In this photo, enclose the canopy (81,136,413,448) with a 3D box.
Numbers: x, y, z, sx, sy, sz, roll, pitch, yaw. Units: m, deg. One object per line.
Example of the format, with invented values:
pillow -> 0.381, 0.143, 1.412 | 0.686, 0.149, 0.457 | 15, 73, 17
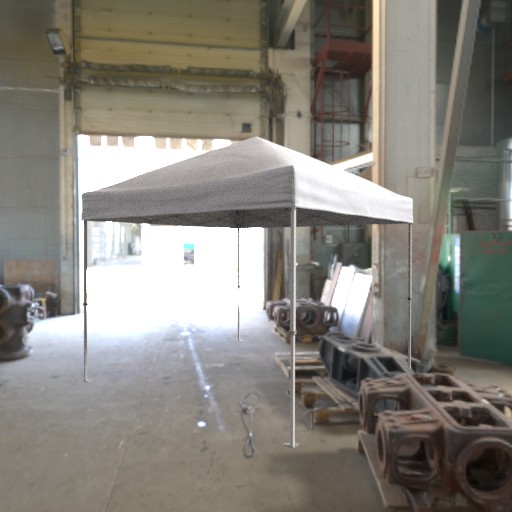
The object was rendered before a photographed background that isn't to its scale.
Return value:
canopy -> 0.000, 0.000, 5.586 | 2.998, 2.997, 2.996 | 1, 1, 37
